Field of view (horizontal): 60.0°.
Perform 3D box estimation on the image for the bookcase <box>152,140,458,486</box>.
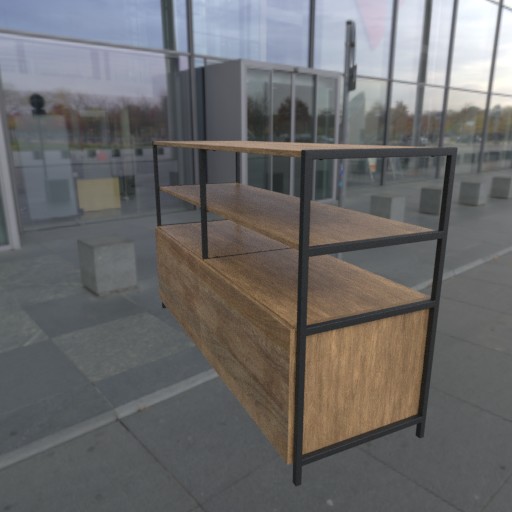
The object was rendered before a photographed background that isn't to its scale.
[{"bbox_3d":[0.000,0.000,1.443,0.391,0.712,1.149,-7,17,-25],"label":"bookcase"}]
